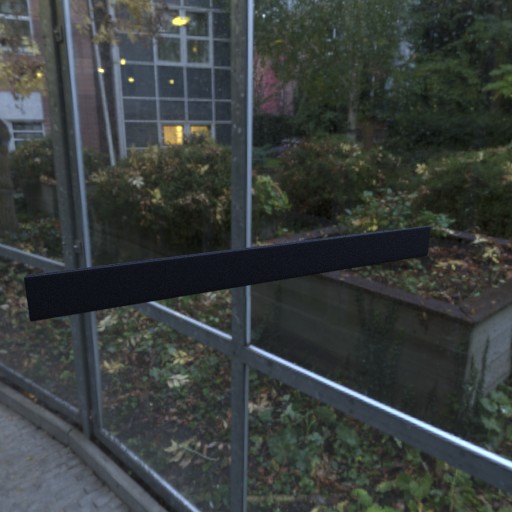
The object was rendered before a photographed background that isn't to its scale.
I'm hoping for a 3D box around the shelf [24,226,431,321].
[{"bbox_3d":[0.000,0.000,0.653,0.605,0.053,0.102,-8,17,-26],"label":"shelf"}]
